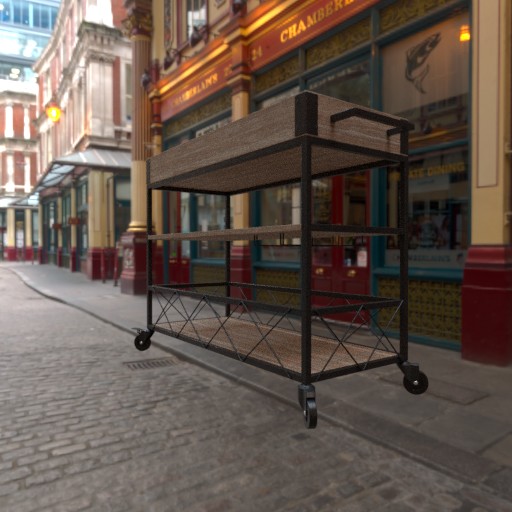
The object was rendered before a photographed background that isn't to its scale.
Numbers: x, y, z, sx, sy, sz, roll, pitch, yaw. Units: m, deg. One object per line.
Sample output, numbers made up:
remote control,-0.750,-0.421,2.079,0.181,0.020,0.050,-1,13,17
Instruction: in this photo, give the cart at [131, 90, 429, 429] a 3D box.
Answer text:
cart,0.000,0.000,1.542,0.500,0.787,1.101,0,1,-36
